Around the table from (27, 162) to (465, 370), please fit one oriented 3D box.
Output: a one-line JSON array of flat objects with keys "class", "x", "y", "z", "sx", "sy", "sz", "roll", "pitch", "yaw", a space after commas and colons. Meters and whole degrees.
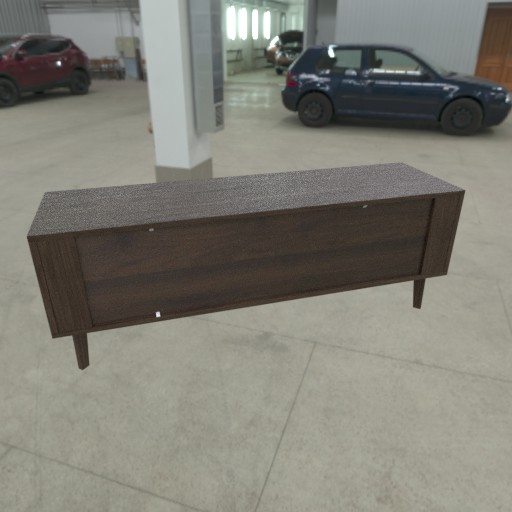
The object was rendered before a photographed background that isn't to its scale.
[{"class": "table", "x": 0.000, "y": 0.000, "z": 1.647, "sx": 1.397, "sy": 0.508, "sz": 0.405, "roll": -8, "pitch": 27, "yaw": -15}]
